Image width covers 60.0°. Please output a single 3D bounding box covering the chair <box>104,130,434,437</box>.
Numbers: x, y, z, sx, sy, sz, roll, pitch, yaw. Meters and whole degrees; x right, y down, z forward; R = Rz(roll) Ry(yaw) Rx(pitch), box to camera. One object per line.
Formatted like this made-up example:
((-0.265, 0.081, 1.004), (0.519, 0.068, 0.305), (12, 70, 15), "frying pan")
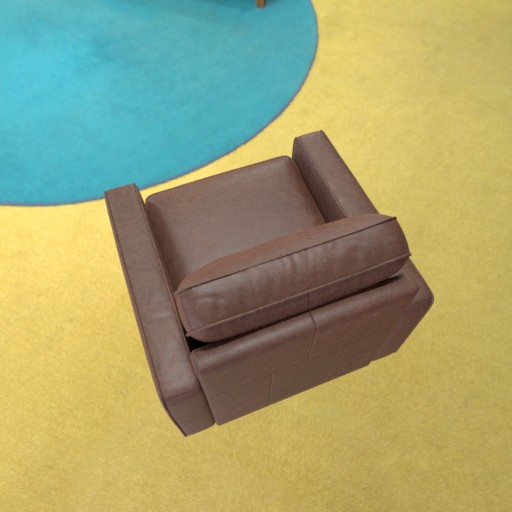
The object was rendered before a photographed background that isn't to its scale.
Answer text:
((0.000, 0.000, 1.765), (1.017, 0.919, 0.940), (-18, 60, -11), "chair")
